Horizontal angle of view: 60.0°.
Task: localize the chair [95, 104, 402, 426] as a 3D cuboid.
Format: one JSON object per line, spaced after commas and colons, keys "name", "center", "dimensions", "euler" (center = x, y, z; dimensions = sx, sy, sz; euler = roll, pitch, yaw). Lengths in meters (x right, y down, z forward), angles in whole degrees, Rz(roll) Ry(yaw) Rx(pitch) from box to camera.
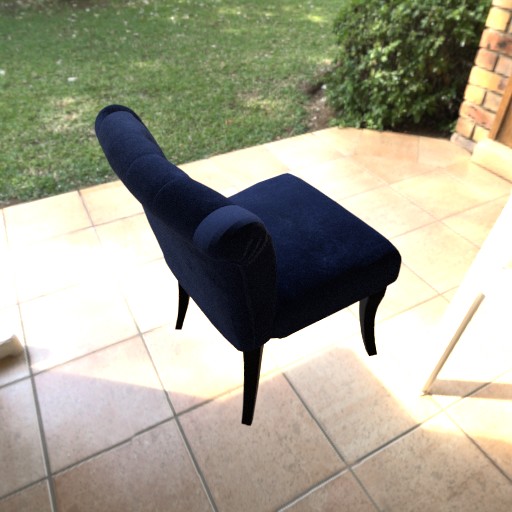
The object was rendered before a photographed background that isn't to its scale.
{"name": "chair", "center": [0.000, 0.000, 1.191], "dimensions": [0.606, 0.753, 0.585], "euler": [-24, 46, -25]}
